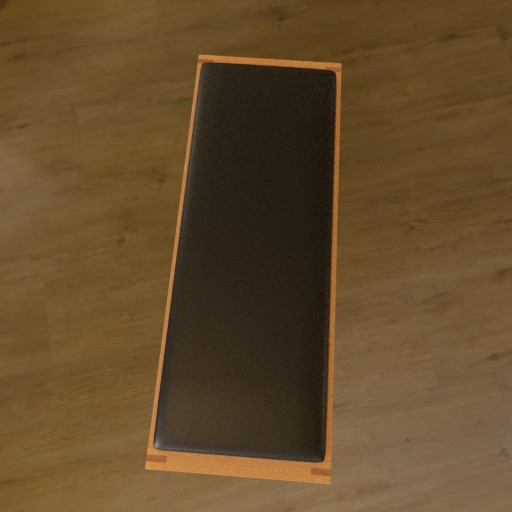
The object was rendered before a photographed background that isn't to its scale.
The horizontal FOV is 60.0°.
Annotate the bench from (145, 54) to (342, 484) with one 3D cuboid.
[{"bbox_3d":[0.000,0.000,1.391,0.450,0.430,1.202,4,74,1],"label":"bench"}]
